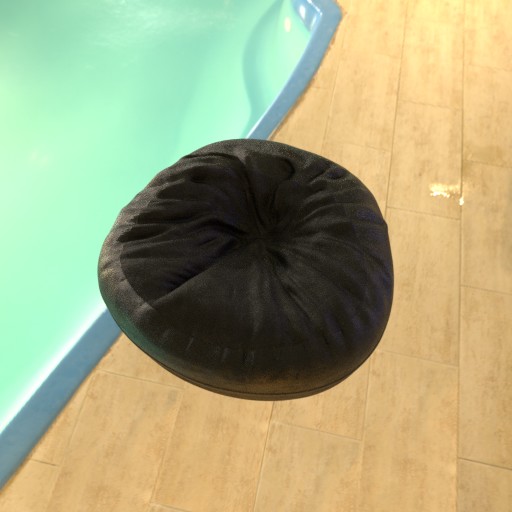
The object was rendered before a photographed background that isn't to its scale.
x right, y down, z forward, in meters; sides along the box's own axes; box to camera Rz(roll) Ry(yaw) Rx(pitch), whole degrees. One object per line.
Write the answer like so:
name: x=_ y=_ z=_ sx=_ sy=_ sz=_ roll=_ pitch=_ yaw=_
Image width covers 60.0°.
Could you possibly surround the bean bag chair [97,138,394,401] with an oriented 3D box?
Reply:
bean bag chair: x=0.000 y=0.000 z=2.477 sx=1.524 sy=0.878 sz=1.524 roll=16 pitch=65 yaw=8
